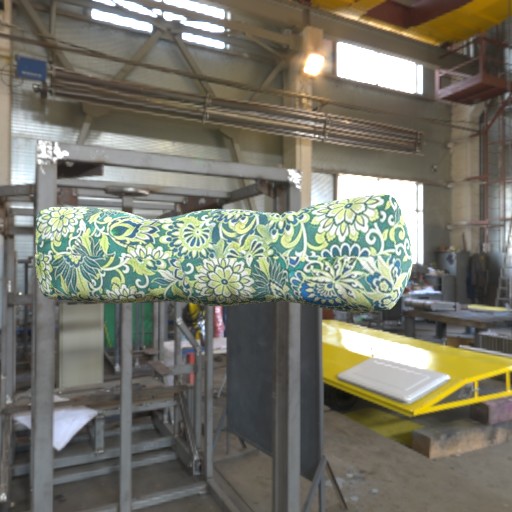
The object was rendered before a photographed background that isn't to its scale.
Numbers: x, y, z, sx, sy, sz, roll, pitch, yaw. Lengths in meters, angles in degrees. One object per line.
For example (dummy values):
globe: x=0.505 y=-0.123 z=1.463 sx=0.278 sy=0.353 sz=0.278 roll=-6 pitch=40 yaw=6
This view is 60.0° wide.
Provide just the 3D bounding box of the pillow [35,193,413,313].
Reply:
pillow: x=0.000 y=0.000 z=0.717 sx=0.468 sy=0.128 sz=0.490 roll=0 pitch=0 yaw=18
